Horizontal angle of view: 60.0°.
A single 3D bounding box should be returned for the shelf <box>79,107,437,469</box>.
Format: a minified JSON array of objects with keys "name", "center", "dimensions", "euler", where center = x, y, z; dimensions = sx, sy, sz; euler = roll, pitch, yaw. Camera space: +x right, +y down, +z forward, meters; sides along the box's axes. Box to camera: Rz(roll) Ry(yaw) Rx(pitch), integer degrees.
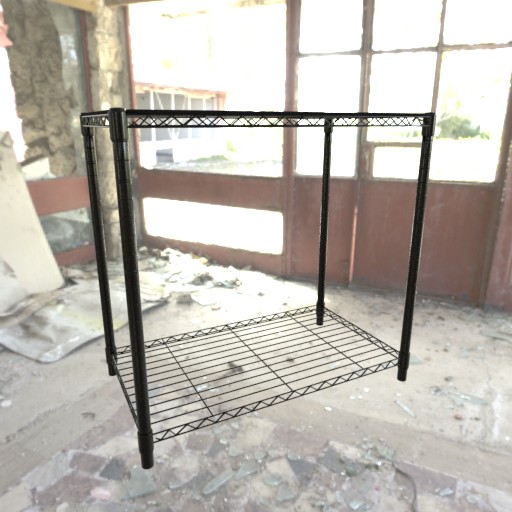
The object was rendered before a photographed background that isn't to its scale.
[{"name":"shelf","center":[0.000,0.000,0.912],"dimensions":[0.589,0.564,0.338],"euler":[-8,19,-26]}]
